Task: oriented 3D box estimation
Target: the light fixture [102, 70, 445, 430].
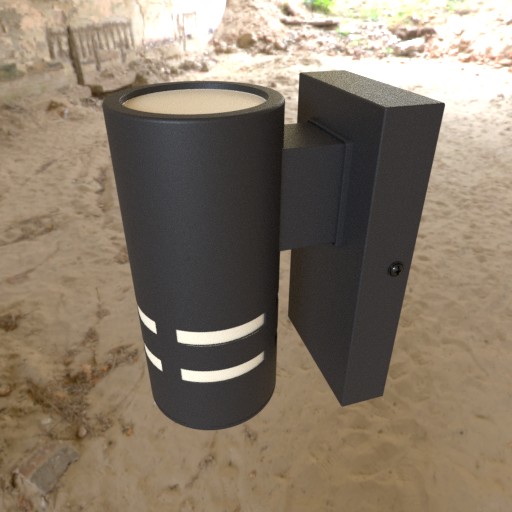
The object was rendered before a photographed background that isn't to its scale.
[{"bbox_3d":[0.000,0.000,0.252,0.138,0.179,0.098,-9,32,-15],"label":"light fixture"}]
